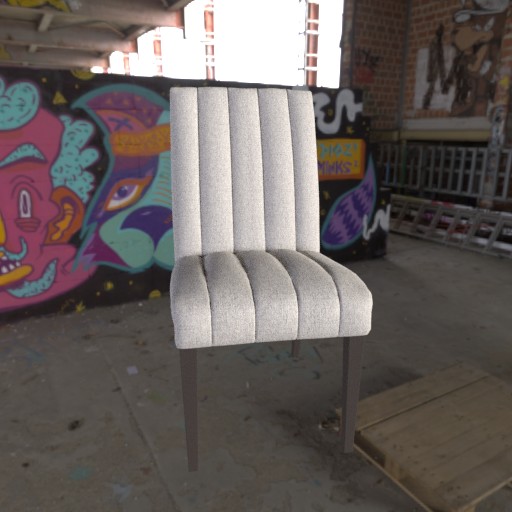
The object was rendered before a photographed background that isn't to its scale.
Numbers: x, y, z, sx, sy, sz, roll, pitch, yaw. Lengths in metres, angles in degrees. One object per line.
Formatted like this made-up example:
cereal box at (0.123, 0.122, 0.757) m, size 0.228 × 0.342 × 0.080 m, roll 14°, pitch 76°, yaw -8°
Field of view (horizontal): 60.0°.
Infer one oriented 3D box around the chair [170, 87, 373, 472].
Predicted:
chair at (0.000, 0.000, 1.346) m, size 0.511 × 1.016 × 0.647 m, roll -2°, pitch 15°, yaw -9°
